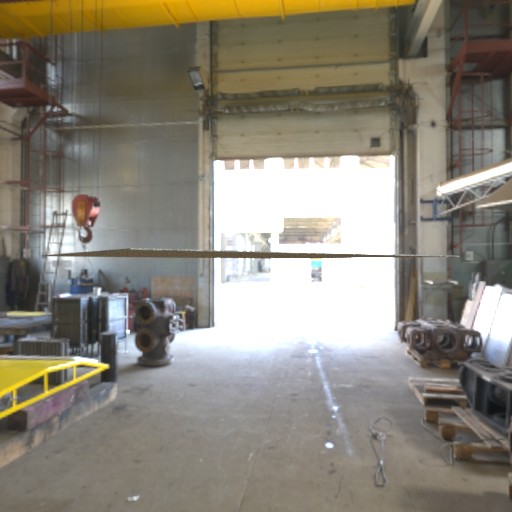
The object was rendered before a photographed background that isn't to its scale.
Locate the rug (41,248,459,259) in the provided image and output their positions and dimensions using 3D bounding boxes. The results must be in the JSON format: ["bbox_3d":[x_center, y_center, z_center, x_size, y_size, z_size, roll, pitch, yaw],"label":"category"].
[{"bbox_3d":[0.000,0.000,2.904,2.283,0.006,1.521,1,-1,-37],"label":"rug"}]
